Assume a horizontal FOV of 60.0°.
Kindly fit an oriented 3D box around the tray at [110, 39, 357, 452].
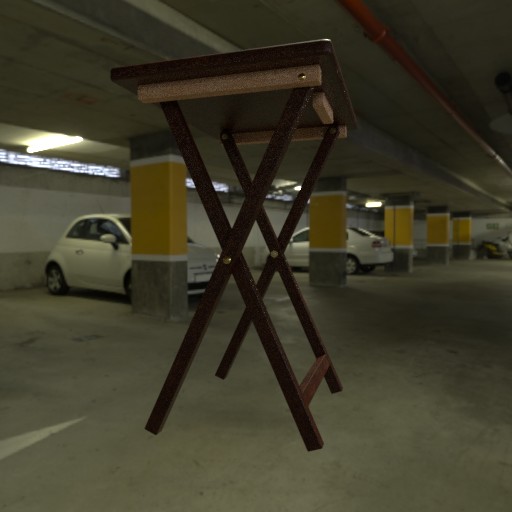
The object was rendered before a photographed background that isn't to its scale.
[{"bbox_3d":[0.000,0.000,0.946,0.381,0.660,0.483,1,2,17],"label":"tray"}]
